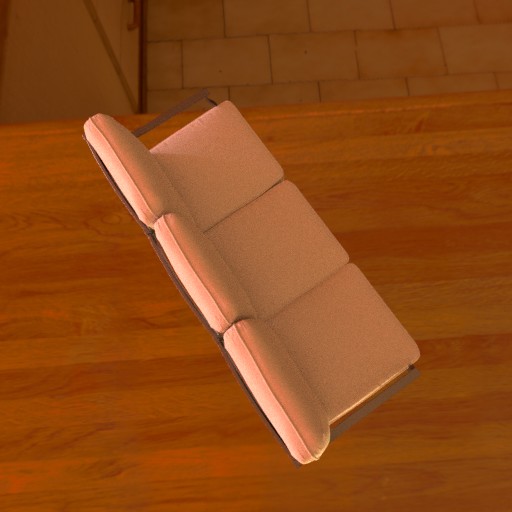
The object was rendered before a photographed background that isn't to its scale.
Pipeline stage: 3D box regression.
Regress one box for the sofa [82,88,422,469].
[{"bbox_3d":[0.000,0.000,2.182,0.787,0.860,1.740,-33,77,-9],"label":"sofa"}]
